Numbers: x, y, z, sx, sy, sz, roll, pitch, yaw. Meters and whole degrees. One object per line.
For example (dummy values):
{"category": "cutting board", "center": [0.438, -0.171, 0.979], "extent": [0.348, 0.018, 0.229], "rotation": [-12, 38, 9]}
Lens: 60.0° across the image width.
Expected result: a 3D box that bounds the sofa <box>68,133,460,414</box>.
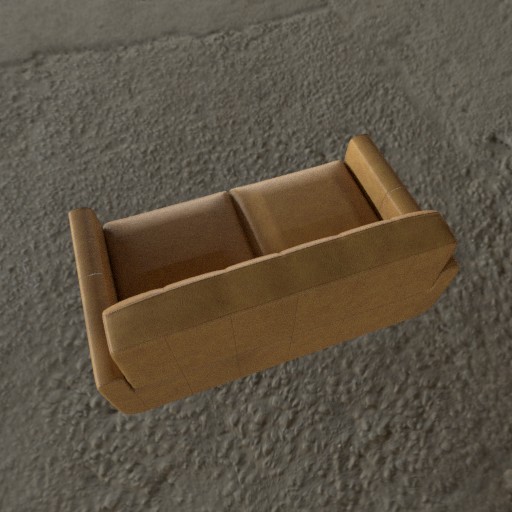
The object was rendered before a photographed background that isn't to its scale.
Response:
{"category": "sofa", "center": [0.000, 0.000, 2.232], "extent": [1.651, 0.925, 0.952], "rotation": [-17, 59, -10]}
